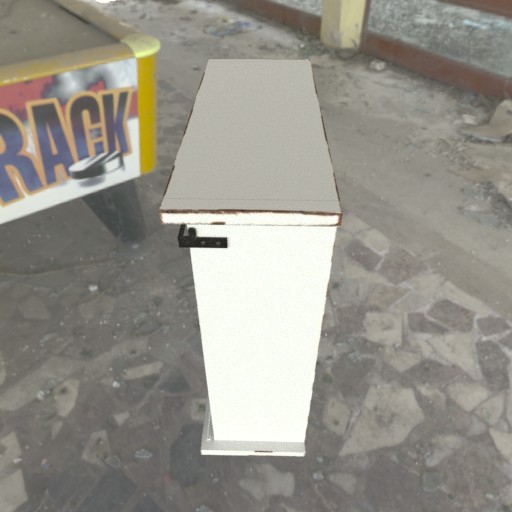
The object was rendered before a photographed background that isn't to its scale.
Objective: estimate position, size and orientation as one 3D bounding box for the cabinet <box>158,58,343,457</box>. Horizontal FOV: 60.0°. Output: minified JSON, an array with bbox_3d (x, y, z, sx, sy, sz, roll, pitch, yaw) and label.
[{"bbox_3d":[0.000,0.000,0.904,0.210,0.603,0.541,1,41,1],"label":"cabinet"}]
